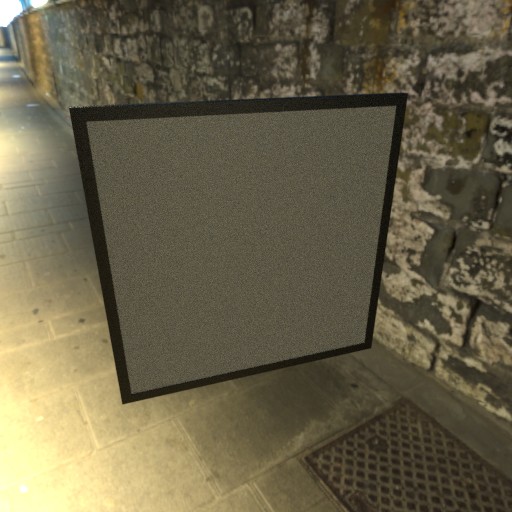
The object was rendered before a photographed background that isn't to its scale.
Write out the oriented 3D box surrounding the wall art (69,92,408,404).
[{"bbox_3d":[0.000,0.000,1.201,0.807,0.807,0.022,-8,28,-16],"label":"wall art"}]
